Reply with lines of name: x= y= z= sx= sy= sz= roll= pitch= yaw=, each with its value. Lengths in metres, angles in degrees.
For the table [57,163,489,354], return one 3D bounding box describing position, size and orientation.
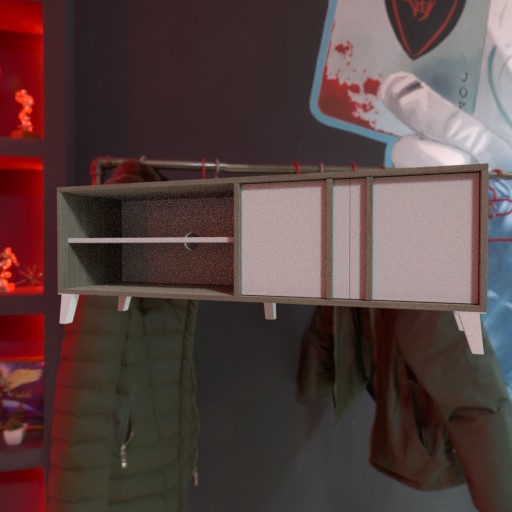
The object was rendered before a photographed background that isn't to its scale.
table: x=0.000 y=0.000 z=1.664 sx=1.500 sy=0.530 sz=0.400 roll=0 pitch=1 yaw=20
